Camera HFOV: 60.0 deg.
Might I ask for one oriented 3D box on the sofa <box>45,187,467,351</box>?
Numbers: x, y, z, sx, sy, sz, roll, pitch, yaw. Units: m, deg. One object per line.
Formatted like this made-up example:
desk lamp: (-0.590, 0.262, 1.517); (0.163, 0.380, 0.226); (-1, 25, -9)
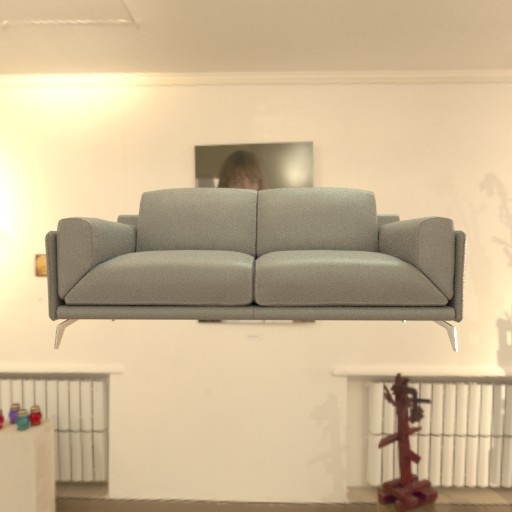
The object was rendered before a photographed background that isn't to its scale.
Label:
sofa: (0.000, 0.000, 2.690); (2.101, 0.930, 1.049); (0, 1, 1)
